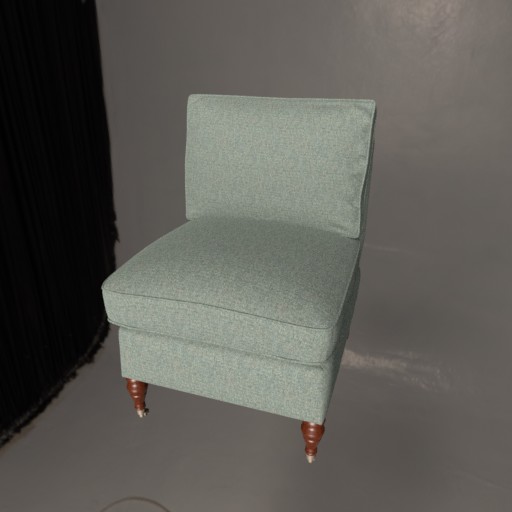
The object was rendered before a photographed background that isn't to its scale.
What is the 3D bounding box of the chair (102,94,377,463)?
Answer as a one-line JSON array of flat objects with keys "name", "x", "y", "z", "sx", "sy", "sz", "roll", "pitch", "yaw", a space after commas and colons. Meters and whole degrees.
[{"name": "chair", "x": 0.000, "y": 0.000, "z": 1.381, "sx": 0.624, "sy": 0.901, "sz": 0.796, "roll": 8, "pitch": 27, "yaw": 16}]
